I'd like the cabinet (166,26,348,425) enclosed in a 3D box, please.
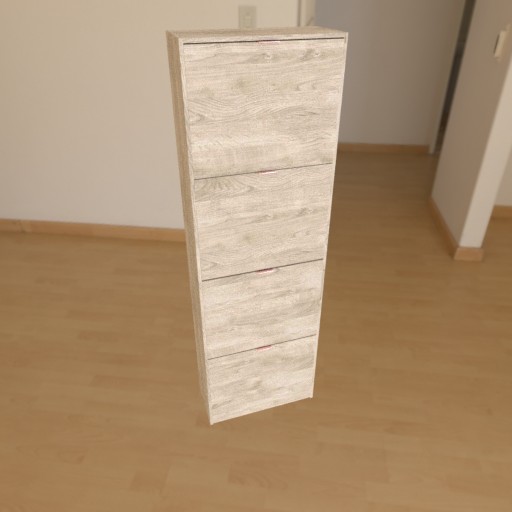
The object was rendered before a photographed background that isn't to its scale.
[{"bbox_3d":[0.000,0.000,1.798,0.520,1.630,0.250,-10,33,-15],"label":"cabinet"}]
